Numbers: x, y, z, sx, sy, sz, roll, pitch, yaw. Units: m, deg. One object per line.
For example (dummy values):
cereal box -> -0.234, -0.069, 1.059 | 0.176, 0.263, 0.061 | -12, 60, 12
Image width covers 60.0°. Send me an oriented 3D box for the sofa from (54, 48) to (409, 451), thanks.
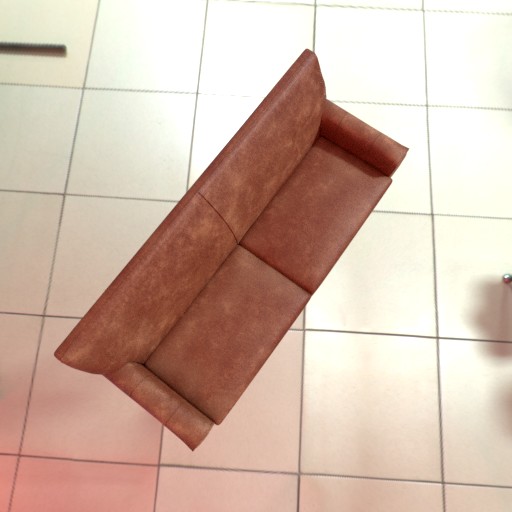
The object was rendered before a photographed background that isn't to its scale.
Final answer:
sofa -> 0.000, 0.000, 2.597 | 0.805, 0.947, 2.053 | 35, 78, 8
